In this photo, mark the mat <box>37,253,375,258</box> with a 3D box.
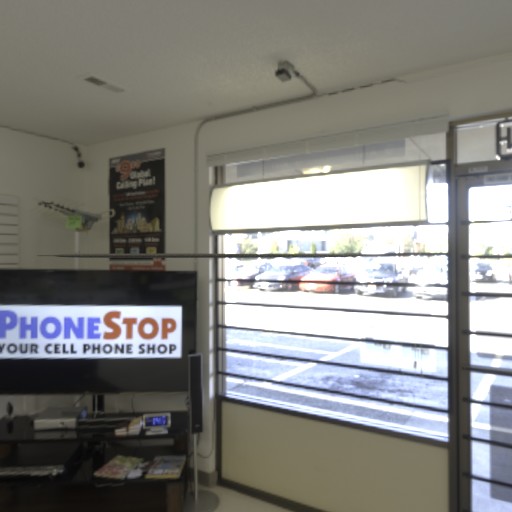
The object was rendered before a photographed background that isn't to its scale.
[{"bbox_3d":[0.000,0.000,1.816,0.913,0.013,1.524,0,0,35],"label":"mat"}]
